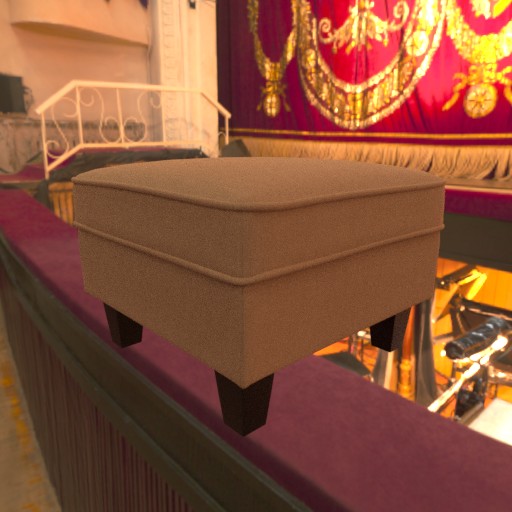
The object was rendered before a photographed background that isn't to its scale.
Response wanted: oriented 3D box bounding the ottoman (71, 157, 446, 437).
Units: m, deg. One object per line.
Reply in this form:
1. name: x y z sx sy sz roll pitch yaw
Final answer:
1. ottoman: 0.000 0.000 1.015 0.613 0.438 0.616 -13 19 -41
